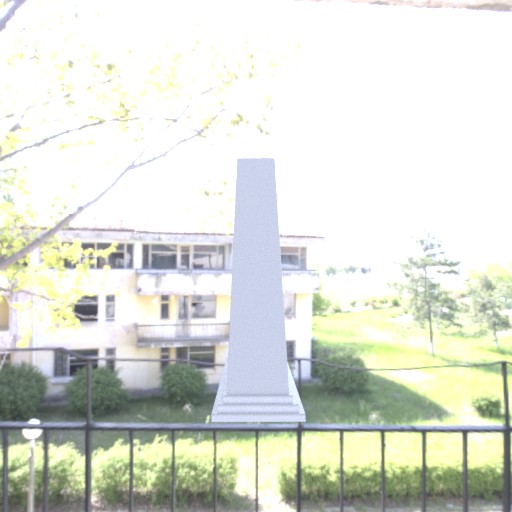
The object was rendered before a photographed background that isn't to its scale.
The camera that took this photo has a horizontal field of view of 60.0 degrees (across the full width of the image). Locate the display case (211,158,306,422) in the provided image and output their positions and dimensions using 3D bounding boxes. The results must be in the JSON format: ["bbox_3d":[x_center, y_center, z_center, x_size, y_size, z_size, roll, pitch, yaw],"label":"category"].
[{"bbox_3d":[0.000,0.000,0.767,0.095,0.340,0.640,0,-1,0],"label":"display case"}]
